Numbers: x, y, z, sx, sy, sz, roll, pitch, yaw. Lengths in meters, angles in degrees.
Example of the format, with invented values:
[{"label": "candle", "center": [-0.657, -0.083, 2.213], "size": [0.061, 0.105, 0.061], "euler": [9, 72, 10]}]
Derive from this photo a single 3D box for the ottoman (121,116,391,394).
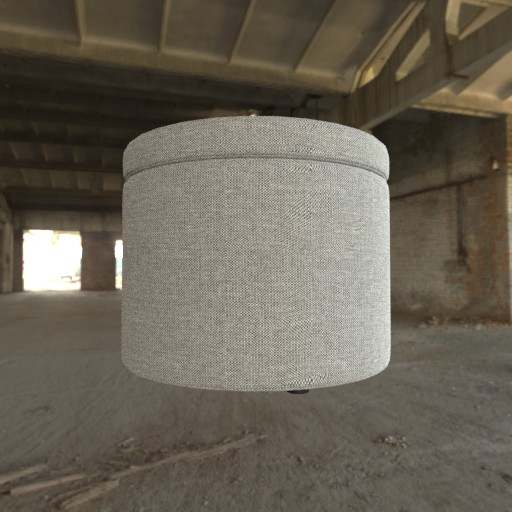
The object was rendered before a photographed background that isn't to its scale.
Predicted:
[{"label": "ottoman", "center": [0.000, 0.000, 0.865], "size": [0.500, 0.419, 0.500], "euler": [0, -2, 0]}]
